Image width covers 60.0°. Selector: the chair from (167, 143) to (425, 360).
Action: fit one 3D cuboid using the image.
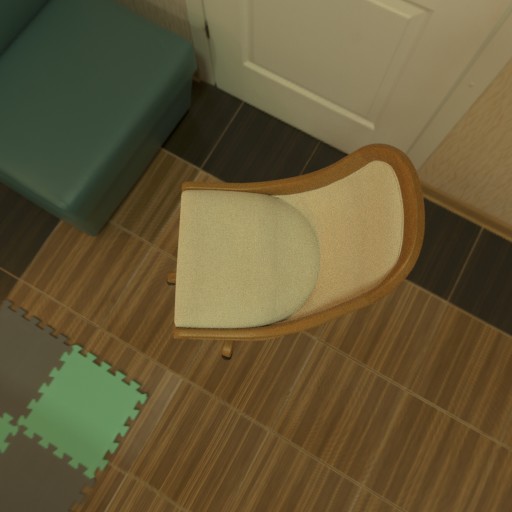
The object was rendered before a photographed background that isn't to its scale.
[{"bbox_3d":[0.000,0.000,1.544,0.811,1.009,0.702,1,76,0],"label":"chair"}]
